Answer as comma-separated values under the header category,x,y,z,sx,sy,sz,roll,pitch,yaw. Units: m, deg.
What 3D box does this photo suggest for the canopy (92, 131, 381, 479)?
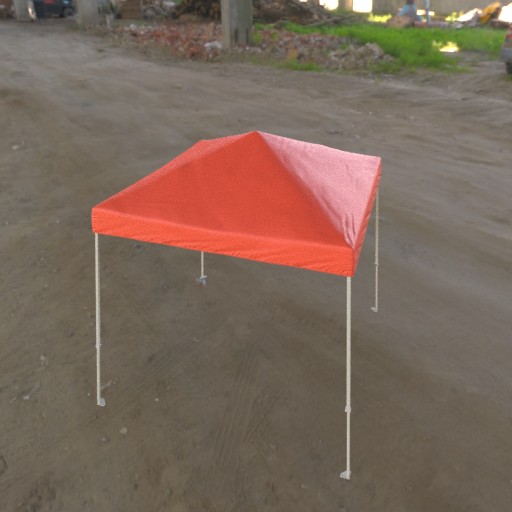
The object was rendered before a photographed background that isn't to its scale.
category,x,y,z,sx,sy,sz,roll,pitch,yaw
canopy,0.000,0.000,5.084,2.849,2.850,2.850,10,32,16
